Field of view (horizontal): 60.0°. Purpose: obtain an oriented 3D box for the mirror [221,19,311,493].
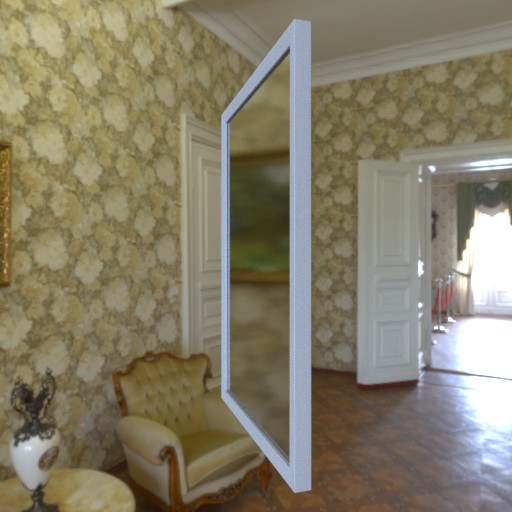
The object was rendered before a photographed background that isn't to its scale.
[{"bbox_3d":[0.000,0.000,1.151,0.040,0.915,0.609,0,0,-18],"label":"mirror"}]
